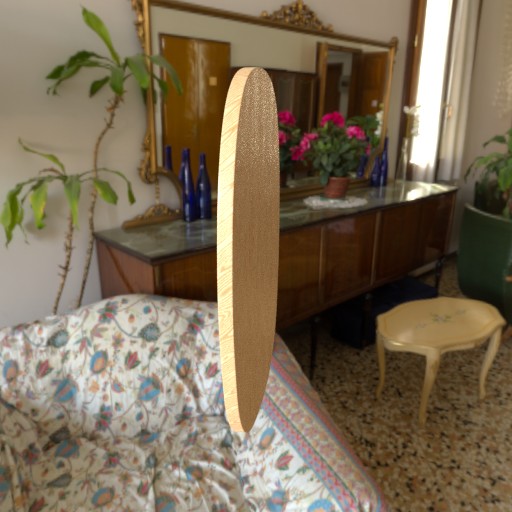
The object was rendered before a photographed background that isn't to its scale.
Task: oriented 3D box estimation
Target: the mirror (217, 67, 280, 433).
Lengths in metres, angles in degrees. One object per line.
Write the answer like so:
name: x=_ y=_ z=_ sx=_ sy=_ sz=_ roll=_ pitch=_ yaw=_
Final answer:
mirror: x=0.000 y=0.000 z=1.373 sx=0.037 sy=1.075 sz=0.724 roll=3 pitch=18 yaw=11
